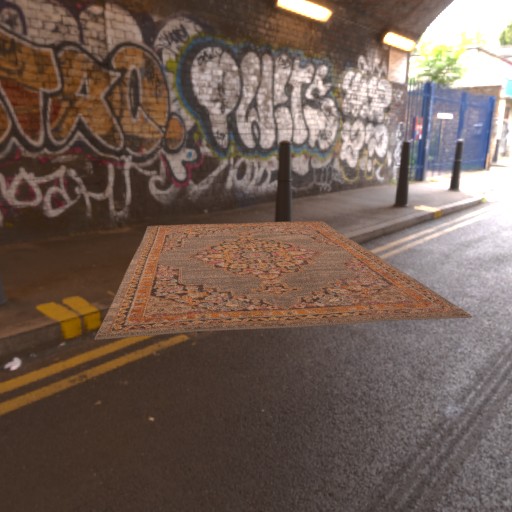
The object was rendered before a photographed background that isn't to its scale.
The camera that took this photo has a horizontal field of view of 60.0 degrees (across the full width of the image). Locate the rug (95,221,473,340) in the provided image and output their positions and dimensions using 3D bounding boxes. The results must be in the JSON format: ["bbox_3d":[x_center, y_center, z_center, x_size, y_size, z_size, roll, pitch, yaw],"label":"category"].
[{"bbox_3d":[0.000,0.000,3.723,2.043,0.026,2.901,-2,15,-8],"label":"rug"}]
